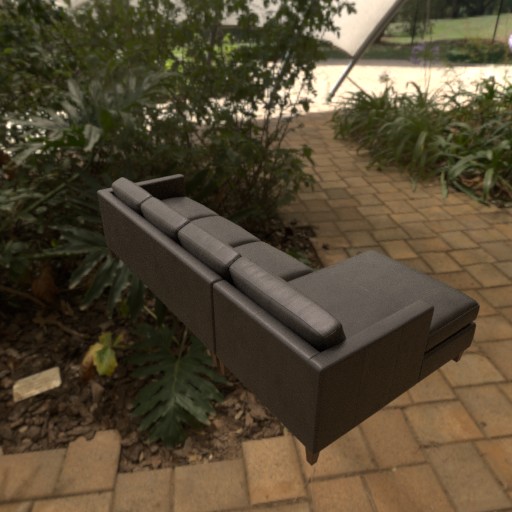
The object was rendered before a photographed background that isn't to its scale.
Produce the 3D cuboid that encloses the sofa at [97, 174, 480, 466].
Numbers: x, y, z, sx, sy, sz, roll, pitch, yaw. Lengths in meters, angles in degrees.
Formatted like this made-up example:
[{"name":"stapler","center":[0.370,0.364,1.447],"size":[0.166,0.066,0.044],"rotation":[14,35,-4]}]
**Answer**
[{"name":"sofa","center":[0.000,0.000,3.814],"size":[1.581,0.883,3.203],"rotation":[-19,33,-32]}]
